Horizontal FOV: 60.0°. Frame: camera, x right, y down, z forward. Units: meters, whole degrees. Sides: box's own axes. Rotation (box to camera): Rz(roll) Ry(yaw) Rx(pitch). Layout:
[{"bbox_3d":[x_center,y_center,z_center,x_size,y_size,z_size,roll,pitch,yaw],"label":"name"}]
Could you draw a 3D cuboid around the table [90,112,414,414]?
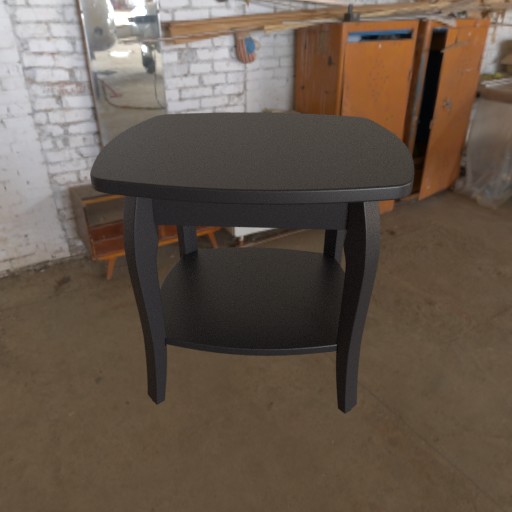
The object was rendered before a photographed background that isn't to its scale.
[{"bbox_3d":[0.000,0.000,0.878,0.508,0.457,0.457,2,30,3],"label":"table"}]
